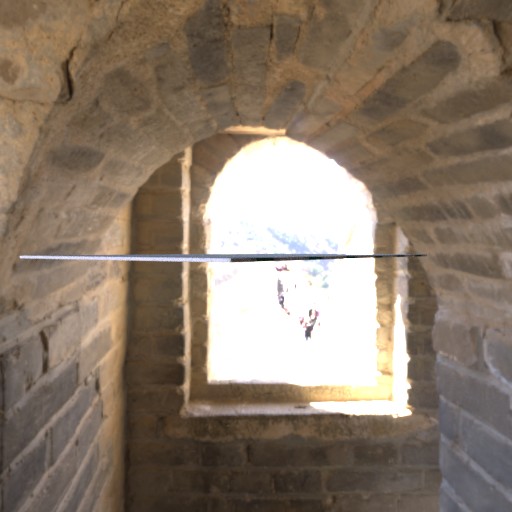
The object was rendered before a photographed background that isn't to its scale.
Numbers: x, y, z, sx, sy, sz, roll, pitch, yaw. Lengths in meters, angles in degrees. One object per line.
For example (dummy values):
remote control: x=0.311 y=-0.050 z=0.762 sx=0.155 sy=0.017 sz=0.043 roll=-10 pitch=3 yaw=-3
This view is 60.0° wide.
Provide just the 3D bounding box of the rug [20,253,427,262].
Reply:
rug: x=0.000 y=0.000 z=2.300 sx=1.210 sy=0.012 sz=1.829 roll=0 pitch=1 yaw=37
